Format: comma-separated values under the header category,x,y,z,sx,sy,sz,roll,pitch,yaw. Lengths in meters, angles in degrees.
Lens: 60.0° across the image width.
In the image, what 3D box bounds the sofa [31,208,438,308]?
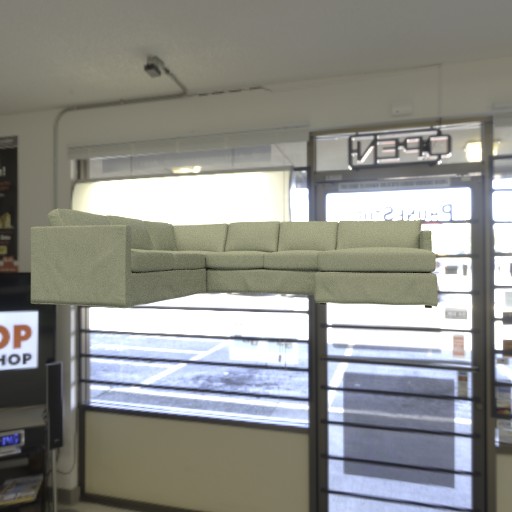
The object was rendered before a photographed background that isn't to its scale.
category,x,y,z,sx,sy,sz,roll,pitch,yaw
sofa,0.000,0.000,4.548,3.460,0.882,2.427,0,0,18
